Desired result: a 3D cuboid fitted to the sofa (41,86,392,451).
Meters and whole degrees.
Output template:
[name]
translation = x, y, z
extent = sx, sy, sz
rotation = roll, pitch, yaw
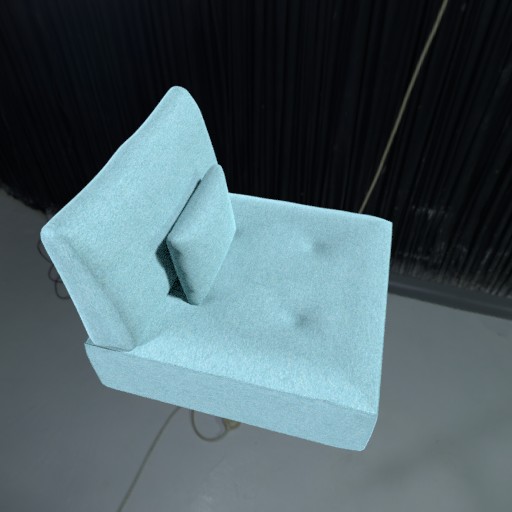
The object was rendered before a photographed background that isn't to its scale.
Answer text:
[sofa]
translation = 0.000, 0.000, 1.647
extent = 1.000, 0.820, 0.930
rotation = 11, 46, 11
